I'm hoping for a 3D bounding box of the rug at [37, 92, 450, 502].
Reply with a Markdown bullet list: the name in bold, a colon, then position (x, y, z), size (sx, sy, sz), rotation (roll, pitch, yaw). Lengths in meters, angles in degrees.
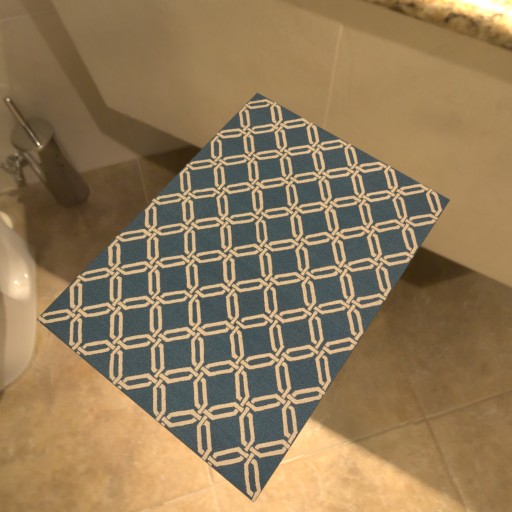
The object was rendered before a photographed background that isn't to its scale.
- **rug**: position (0.000, 0.000, 4.232), size (2.432, 0.018, 3.342), rotation (34, 70, 14)
